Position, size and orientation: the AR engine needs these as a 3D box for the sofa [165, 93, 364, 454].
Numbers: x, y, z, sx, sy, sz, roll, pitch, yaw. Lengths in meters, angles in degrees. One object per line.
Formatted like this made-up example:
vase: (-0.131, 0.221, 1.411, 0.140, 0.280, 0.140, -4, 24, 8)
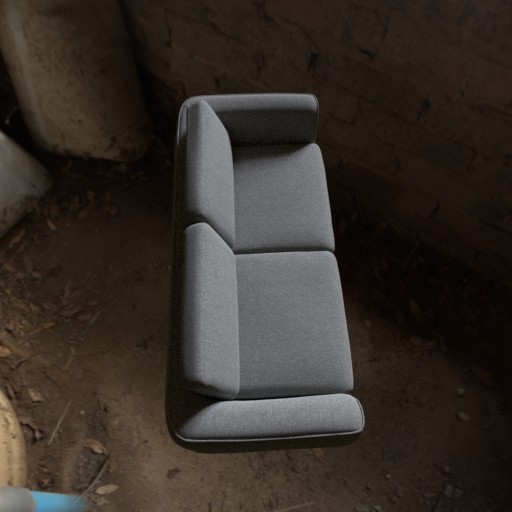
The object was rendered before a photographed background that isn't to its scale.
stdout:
sofa: (0.000, 0.000, 2.475, 0.920, 0.870, 2.000, -3, 64, -1)
